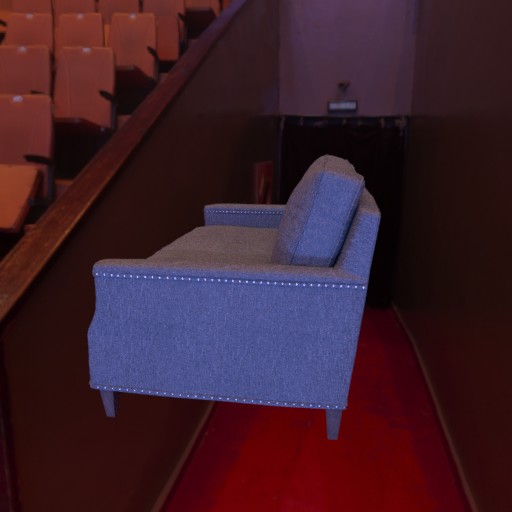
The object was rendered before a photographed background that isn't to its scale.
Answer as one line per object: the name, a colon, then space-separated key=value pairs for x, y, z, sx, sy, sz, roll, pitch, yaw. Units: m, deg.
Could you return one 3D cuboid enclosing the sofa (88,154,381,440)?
sofa: x=0.000 y=0.000 z=2.305 sx=1.084 sy=1.003 sz=1.597 roll=2 pitch=15 yaw=9
